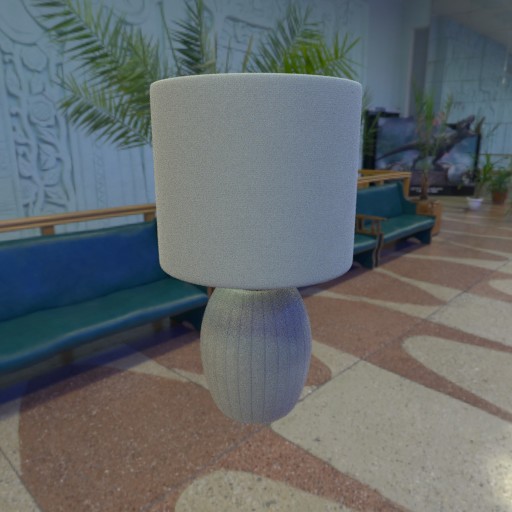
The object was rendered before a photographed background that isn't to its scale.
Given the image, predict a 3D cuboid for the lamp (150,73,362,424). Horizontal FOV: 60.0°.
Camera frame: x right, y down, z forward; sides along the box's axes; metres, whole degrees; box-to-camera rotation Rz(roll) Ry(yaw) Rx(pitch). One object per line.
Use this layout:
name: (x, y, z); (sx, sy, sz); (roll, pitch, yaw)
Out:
lamp: (0.000, 0.000, 0.769); (0.328, 0.570, 0.328); (0, 15, 0)
